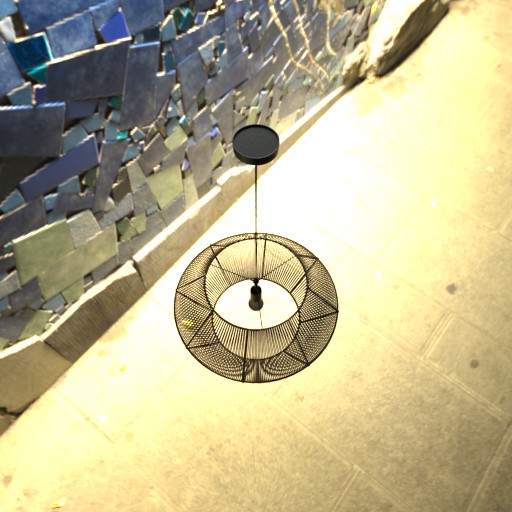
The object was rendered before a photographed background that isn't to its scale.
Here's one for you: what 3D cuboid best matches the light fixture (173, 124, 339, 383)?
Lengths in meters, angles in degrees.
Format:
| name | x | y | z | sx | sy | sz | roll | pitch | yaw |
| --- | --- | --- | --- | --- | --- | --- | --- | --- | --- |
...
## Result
| name | x | y | z | sx | sy | sz | roll | pitch | yaw |
| --- | --- | --- | --- | --- | --- | --- | --- | --- | --- |
| light fixture | 0.000 | 0.000 | 1.428 | 0.643 | 1.009 | 0.643 | 0 | 59 | 0 |
